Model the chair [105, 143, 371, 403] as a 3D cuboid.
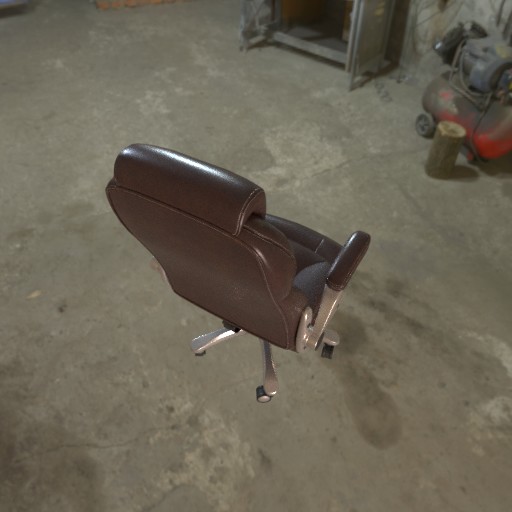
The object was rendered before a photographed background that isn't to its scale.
[{"bbox_3d":[0.000,0.000,1.638,0.733,1.160,0.774,24,50,21],"label":"chair"}]
